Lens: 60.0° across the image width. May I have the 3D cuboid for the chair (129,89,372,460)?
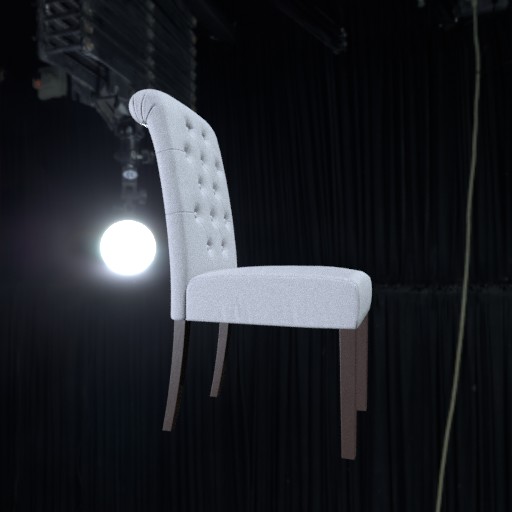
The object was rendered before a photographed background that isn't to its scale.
[{"bbox_3d":[0.000,0.000,1.383,0.671,1.006,0.456,0,-1,18],"label":"chair"}]
